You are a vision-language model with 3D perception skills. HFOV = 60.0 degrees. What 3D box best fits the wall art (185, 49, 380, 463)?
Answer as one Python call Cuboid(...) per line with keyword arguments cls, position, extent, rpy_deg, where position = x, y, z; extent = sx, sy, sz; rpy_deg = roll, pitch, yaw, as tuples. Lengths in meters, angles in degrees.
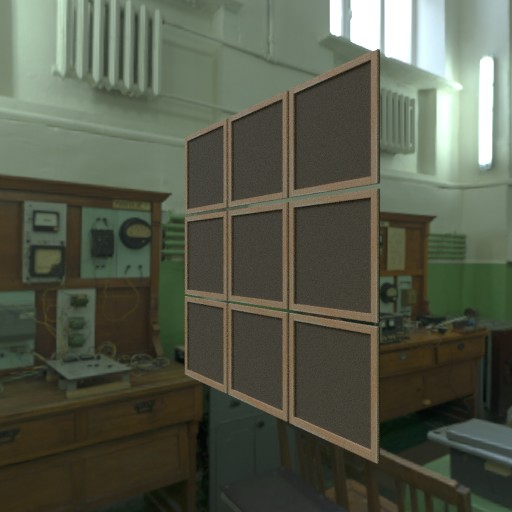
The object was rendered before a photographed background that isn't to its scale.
Cuboid(cls="wall art", position=(0.000, 0.000, 1.792), extent=(0.013, 1.218, 1.216), rpy_deg=(0, 0, -36))
